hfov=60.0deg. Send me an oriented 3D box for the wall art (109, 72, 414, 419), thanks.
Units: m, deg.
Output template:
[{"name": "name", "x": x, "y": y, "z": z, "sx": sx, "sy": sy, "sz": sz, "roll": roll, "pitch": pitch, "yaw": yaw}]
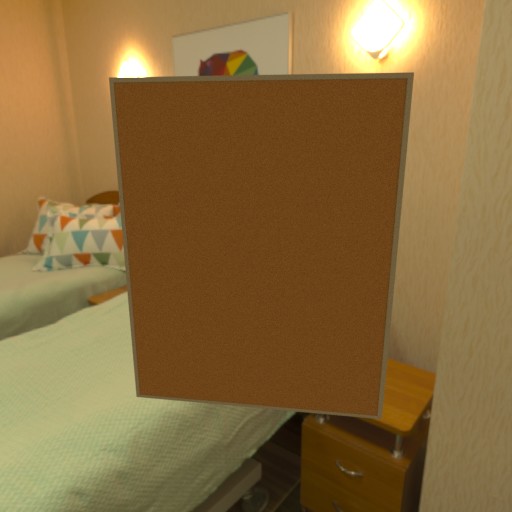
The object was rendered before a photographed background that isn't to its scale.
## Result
[{"name": "wall art", "x": 0.000, "y": 0.000, "z": 1.012, "sx": 0.611, "sy": 0.763, "sz": 0.055, "roll": 2, "pitch": 16, "yaw": 8}]
